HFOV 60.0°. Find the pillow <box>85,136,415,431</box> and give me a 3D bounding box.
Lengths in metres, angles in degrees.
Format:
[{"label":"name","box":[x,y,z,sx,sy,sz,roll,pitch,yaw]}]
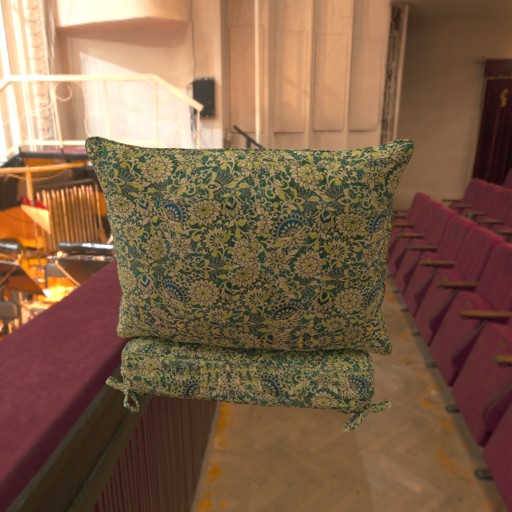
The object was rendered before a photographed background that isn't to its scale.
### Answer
[{"label":"pillow","box":[0.000,0.000,1.377,0.798,0.722,0.740,2,16,8]}]
